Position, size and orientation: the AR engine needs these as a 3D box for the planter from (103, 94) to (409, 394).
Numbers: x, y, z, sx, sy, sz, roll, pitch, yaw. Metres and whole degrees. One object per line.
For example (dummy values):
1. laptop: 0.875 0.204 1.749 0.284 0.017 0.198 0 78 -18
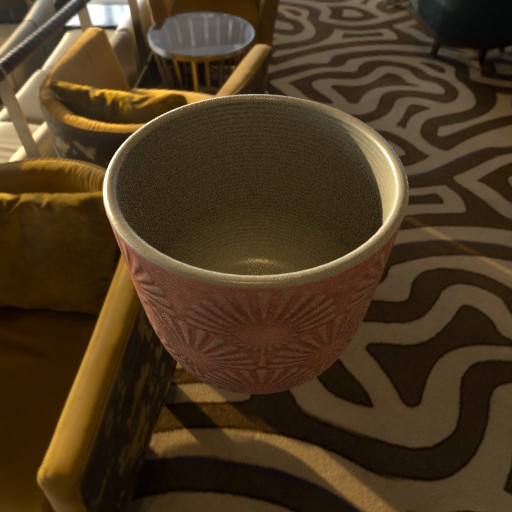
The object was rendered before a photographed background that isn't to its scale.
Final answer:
1. planter: 0.000 0.000 0.223 0.124 0.109 0.124 0 48 0
